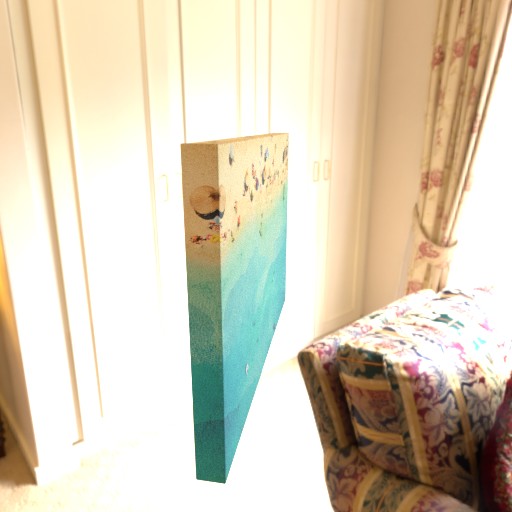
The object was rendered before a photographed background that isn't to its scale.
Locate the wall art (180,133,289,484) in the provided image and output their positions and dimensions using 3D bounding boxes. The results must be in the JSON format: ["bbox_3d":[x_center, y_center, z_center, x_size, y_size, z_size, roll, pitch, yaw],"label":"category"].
[{"bbox_3d":[0.000,0.000,0.777,0.039,0.406,0.609,3,17,10],"label":"wall art"}]
